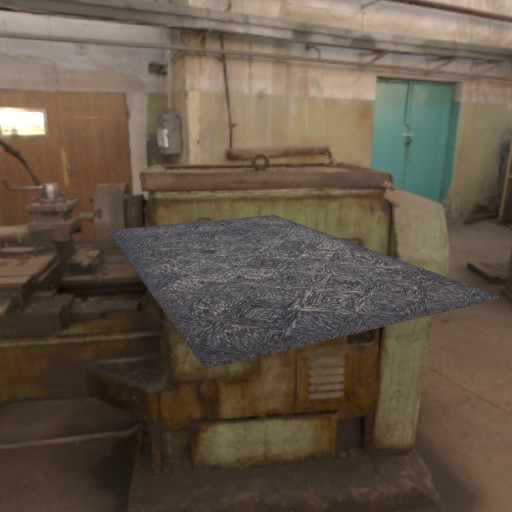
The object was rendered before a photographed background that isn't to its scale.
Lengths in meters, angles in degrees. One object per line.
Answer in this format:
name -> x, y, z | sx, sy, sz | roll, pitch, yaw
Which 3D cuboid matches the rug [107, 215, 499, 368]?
rug -> 0.000, 0.000, 2.133 | 1.139, 0.010, 1.754 | -8, 18, -25
